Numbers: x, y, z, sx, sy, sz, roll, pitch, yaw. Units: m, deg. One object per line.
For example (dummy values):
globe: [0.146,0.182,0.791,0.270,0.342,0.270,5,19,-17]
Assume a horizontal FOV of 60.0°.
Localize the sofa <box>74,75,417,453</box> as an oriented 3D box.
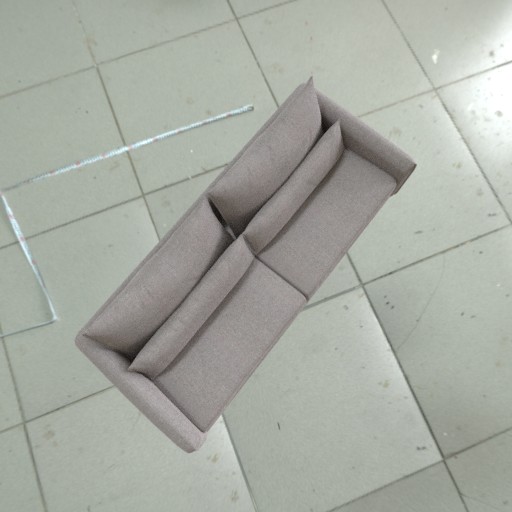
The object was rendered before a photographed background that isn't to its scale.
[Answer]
sofa: [0.000,0.000,2.477,0.809,0.833,2.022,38,78,9]
